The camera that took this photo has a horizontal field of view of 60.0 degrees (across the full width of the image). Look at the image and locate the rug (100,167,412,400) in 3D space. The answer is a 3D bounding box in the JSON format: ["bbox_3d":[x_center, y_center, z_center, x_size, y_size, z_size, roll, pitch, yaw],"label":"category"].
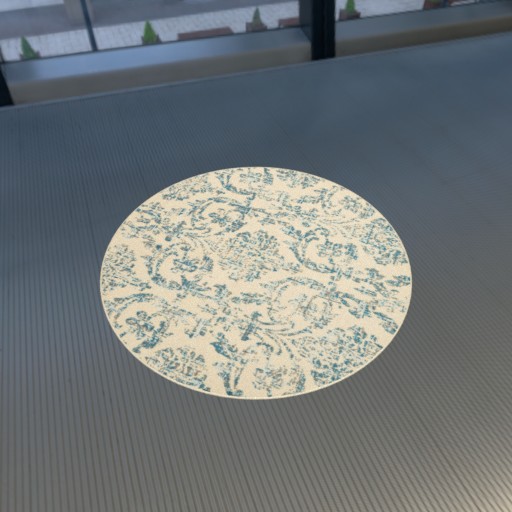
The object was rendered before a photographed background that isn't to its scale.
[{"bbox_3d":[0.000,0.000,2.328,1.593,0.012,1.593,0,46,0],"label":"rug"}]
